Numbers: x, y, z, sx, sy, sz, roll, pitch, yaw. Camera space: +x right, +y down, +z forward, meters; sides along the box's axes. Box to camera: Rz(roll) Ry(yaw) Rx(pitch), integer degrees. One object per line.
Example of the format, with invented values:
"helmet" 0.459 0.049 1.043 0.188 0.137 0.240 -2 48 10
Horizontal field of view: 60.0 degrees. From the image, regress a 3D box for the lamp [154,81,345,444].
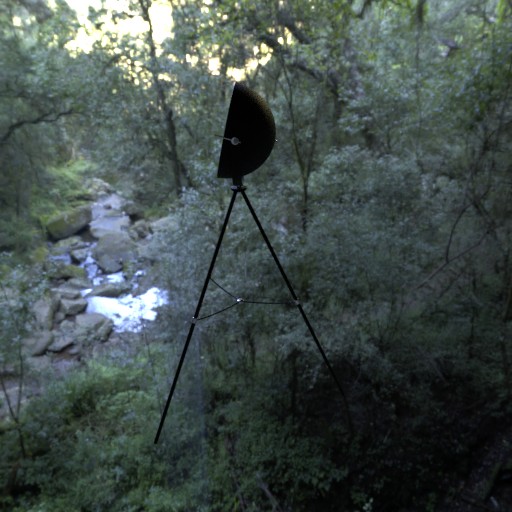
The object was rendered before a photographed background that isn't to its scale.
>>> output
"lamp" 0.000 0.000 2.057 0.920 1.512 0.817 0 25 0
